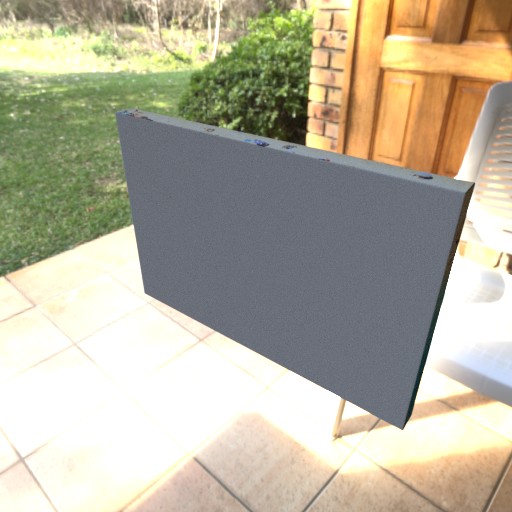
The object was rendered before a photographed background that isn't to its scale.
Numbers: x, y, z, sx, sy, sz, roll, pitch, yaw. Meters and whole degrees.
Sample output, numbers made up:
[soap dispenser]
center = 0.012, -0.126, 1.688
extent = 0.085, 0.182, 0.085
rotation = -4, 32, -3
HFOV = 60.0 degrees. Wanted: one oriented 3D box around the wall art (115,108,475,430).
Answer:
[wall art]
center = 0.000, 0.000, 1.119
extent = 0.894, 0.595, 0.057
rotation = 21, 37, 31
